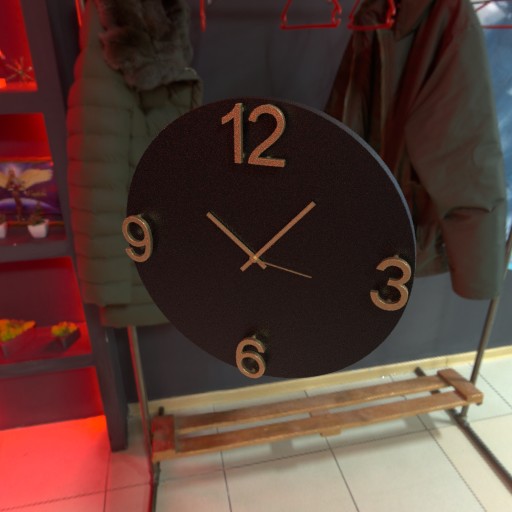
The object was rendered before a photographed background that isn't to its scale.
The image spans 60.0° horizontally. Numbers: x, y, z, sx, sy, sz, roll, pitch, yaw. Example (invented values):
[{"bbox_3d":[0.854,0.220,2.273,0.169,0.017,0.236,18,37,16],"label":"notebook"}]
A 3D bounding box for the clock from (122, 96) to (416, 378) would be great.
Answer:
[{"bbox_3d":[0.000,0.000,0.669,0.454,0.454,0.038,9,28,18],"label":"clock"}]
